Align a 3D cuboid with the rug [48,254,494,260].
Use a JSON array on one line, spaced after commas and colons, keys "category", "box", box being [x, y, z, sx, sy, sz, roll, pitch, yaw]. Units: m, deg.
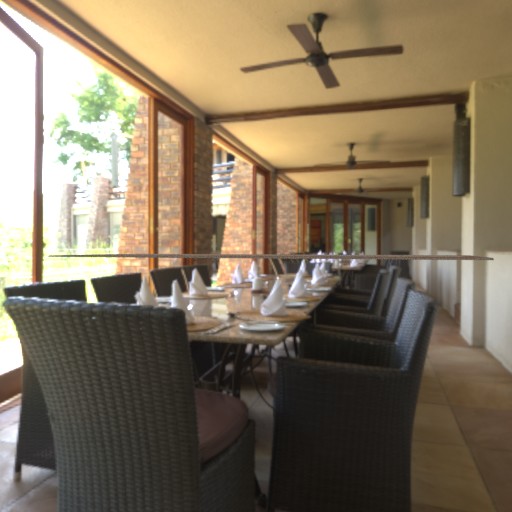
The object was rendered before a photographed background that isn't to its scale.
[{"category": "rug", "box": [0.000, 0.000, 2.661, 2.430, 0.012, 0.767, 0, 1, 19]}]
